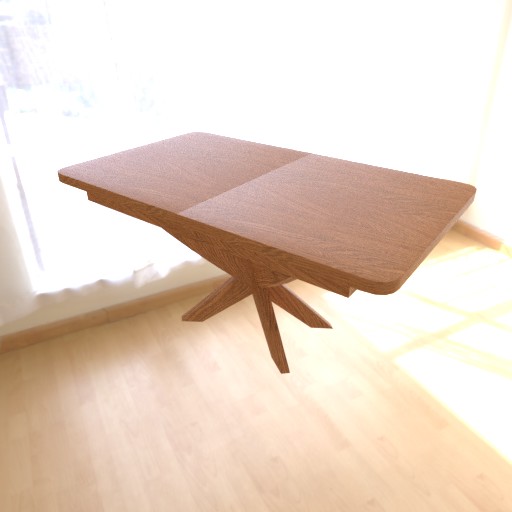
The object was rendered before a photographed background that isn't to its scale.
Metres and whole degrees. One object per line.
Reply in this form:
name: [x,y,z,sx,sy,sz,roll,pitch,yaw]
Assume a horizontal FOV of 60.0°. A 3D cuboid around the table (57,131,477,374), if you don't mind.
table: [0.000,0.000,2.099,1.600,0.770,0.950,20,35,32]
